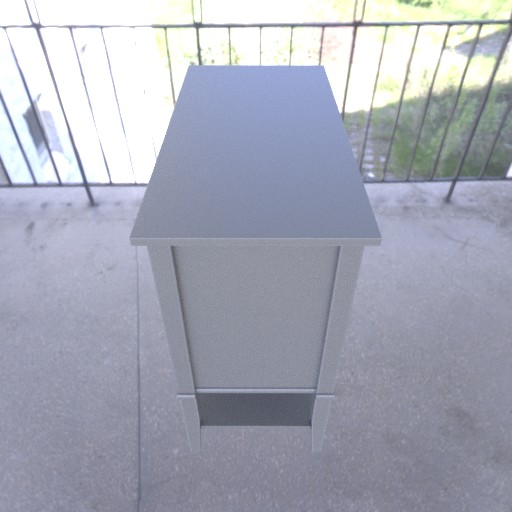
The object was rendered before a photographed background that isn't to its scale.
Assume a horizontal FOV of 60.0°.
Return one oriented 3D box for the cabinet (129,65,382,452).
[{"bbox_3d":[0.000,0.000,1.251,0.396,0.780,0.801,0,41,0],"label":"cabinet"}]
